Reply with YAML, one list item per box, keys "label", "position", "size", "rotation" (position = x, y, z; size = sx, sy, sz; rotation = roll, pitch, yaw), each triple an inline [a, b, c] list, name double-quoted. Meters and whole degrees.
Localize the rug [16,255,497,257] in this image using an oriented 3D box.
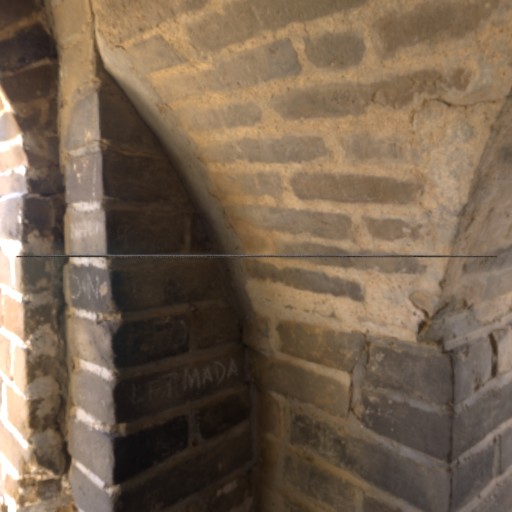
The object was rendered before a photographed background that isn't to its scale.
- label: "rug"
  position: [0.000, 0.000, 2.620]
  size: [2.437, 0.008, 0.774]
  rotation: [0, 1, 1]
